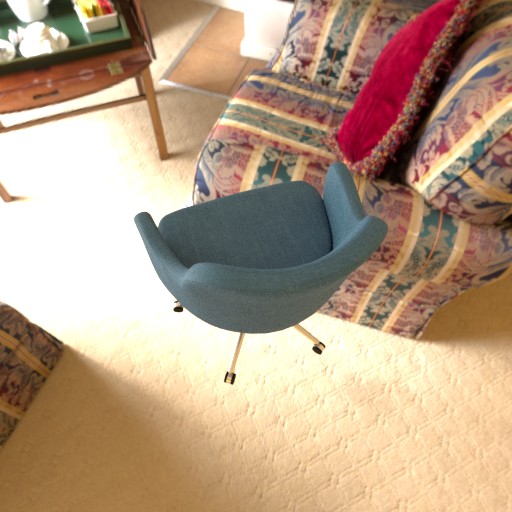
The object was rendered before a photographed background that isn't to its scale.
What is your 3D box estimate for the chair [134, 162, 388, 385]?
[{"bbox_3d":[0.000,0.000,1.288,0.599,0.820,0.655,-16,60,-10],"label":"chair"}]
